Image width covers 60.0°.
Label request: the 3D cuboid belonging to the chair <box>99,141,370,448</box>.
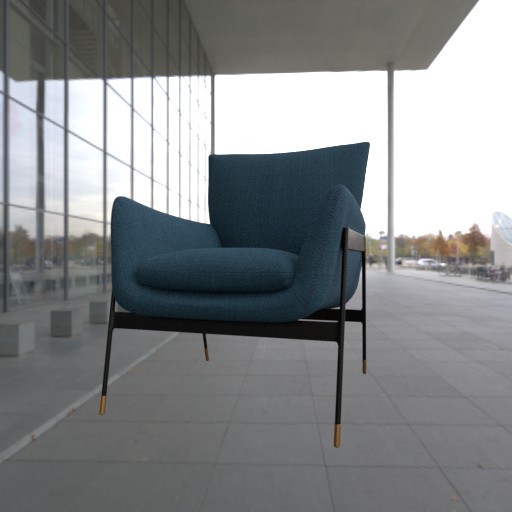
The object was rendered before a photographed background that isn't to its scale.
[{"bbox_3d":[0.000,0.000,1.433,0.678,0.859,0.769,0,0,19],"label":"chair"}]
